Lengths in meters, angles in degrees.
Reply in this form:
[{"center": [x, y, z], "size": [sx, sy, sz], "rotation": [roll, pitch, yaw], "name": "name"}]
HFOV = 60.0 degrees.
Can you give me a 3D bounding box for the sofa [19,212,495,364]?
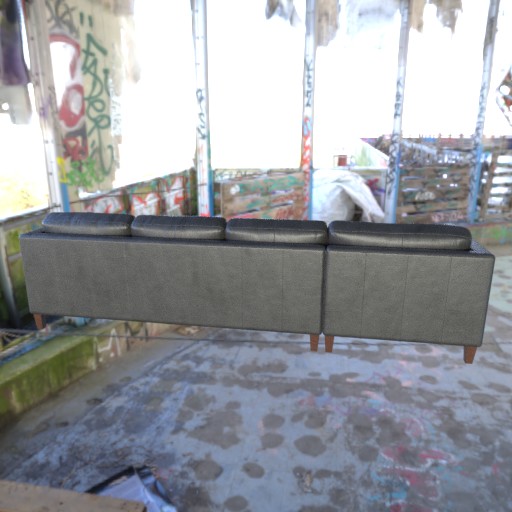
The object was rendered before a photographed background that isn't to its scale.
[{"center": [0.000, 0.000, 3.743], "size": [3.203, 0.883, 1.581], "rotation": [3, 16, 9], "name": "sofa"}]
